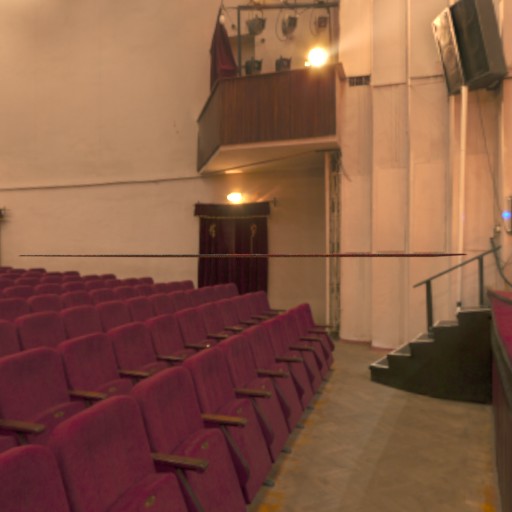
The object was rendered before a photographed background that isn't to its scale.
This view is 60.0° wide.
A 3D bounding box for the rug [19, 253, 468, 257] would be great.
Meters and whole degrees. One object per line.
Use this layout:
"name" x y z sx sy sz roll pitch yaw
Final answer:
"rug" 0.000 0.000 3.649 2.896 0.013 2.007 0 0 17
